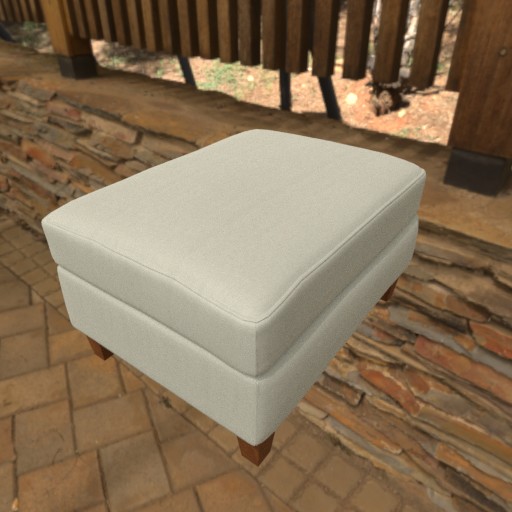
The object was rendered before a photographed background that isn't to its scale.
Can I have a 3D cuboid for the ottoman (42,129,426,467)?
[{"bbox_3d":[0.000,0.000,1.203,0.634,0.496,0.818,22,39,30],"label":"ottoman"}]
